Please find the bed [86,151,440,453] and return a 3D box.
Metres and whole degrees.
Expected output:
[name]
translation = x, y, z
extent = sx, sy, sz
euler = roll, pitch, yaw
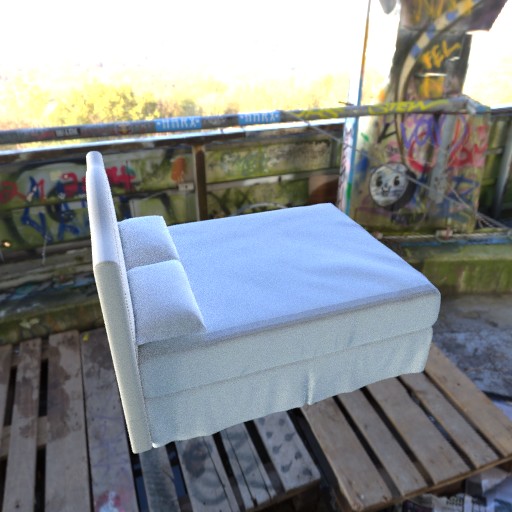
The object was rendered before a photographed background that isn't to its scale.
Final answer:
[bed]
translation = 0.000, 0.000, 3.269
extent = 2.143, 1.460, 1.753
euler = -10, 32, -17
